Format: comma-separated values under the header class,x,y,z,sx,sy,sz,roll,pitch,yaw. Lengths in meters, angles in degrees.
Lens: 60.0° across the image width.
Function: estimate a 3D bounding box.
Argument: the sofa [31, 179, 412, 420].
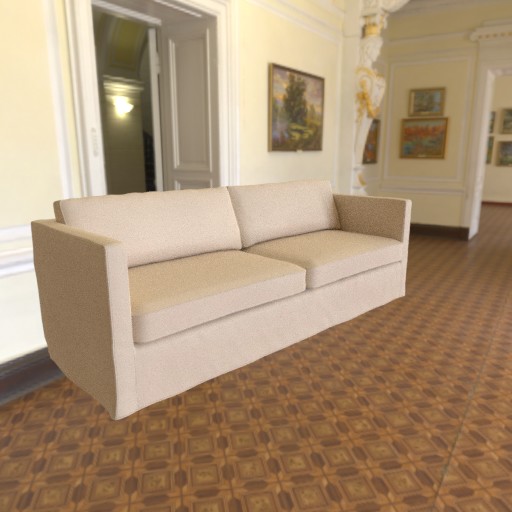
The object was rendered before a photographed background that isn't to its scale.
class,x,y,z,sx,sy,sz,roll,pitch,yaw
sofa,0.000,0.000,3.261,2.779,0.999,1.036,-12,18,-42
